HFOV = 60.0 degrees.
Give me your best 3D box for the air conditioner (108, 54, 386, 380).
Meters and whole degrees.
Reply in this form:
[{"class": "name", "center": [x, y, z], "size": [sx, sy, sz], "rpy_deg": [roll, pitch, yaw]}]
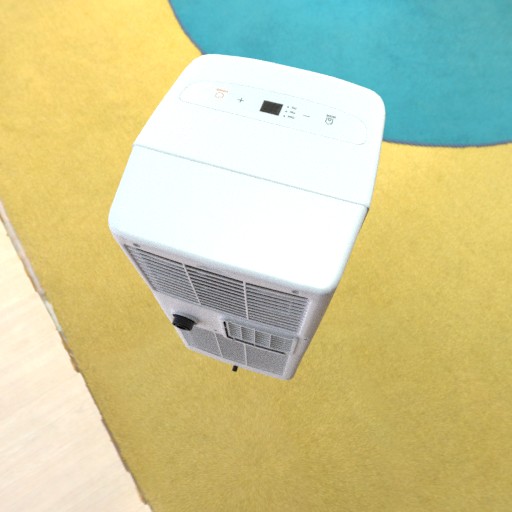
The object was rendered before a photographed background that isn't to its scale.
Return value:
[{"class": "air conditioner", "center": [0.000, 0.000, 0.823], "size": [0.304, 0.606, 0.349], "rpy_deg": [16, 65, 8]}]
